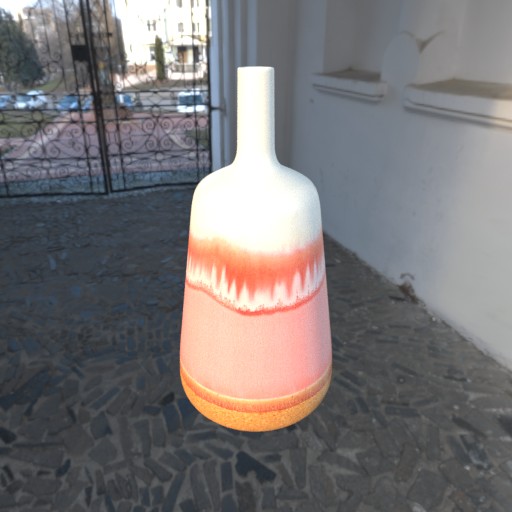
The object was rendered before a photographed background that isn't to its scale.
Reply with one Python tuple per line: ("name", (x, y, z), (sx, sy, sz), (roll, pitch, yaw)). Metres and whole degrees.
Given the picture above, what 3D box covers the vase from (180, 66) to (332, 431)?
("vase", (0.000, 0.000, 0.378), (0.144, 0.296, 0.144), (0, 25, 0))
